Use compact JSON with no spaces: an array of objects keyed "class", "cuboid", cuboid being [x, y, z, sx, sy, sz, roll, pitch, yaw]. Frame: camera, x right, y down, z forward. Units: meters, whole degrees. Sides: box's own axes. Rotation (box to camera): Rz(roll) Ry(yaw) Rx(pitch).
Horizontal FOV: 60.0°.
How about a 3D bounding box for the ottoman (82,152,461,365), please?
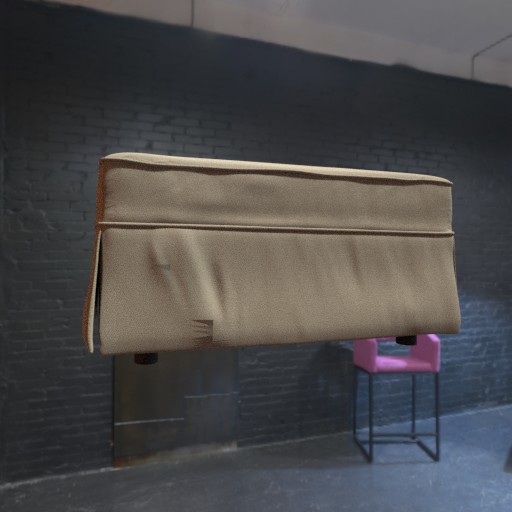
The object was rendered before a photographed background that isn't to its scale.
[{"class":"ottoman","cuboid":[0.000,0.000,1.333,0.959,0.482,0.721,0,-1,-19]}]
